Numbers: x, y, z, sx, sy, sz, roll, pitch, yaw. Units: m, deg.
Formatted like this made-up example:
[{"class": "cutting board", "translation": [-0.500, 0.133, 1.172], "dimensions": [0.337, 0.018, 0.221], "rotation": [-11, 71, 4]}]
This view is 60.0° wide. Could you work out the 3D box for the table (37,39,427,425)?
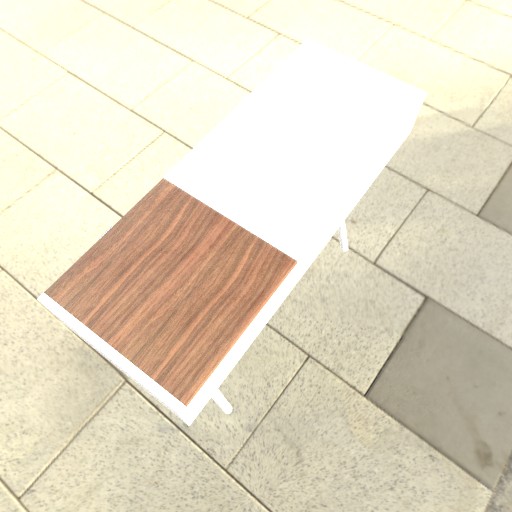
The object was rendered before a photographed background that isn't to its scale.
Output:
[{"class": "table", "translation": [0.000, 0.000, 1.441], "dimensions": [0.418, 0.785, 1.066], "rotation": [33, 66, 16]}]
